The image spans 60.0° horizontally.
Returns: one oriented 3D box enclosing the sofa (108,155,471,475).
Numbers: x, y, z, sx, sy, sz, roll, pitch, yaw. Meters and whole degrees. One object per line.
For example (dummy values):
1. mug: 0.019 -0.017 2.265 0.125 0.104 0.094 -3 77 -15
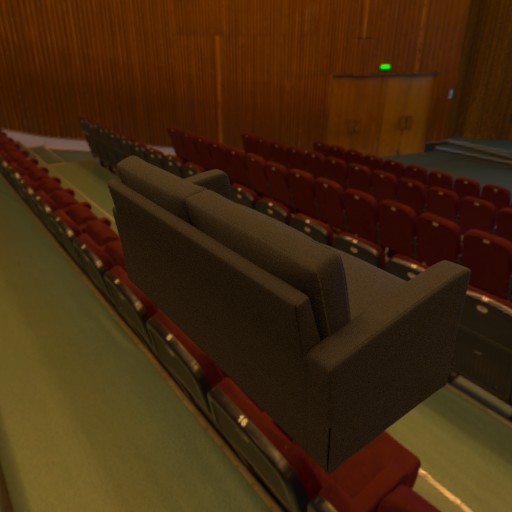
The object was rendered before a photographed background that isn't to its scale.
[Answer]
1. sofa: 0.000 0.000 2.292 0.898 0.839 1.852 -19 32 -33
